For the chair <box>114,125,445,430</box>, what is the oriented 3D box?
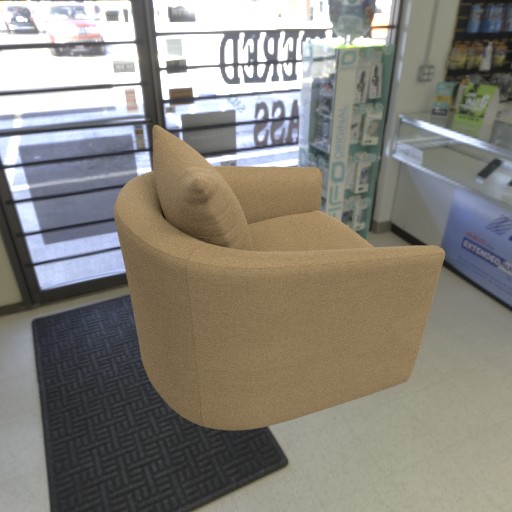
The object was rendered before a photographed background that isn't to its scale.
[{"bbox_3d":[0.000,0.000,1.584,0.910,0.848,0.845,-11,32,-18],"label":"chair"}]
